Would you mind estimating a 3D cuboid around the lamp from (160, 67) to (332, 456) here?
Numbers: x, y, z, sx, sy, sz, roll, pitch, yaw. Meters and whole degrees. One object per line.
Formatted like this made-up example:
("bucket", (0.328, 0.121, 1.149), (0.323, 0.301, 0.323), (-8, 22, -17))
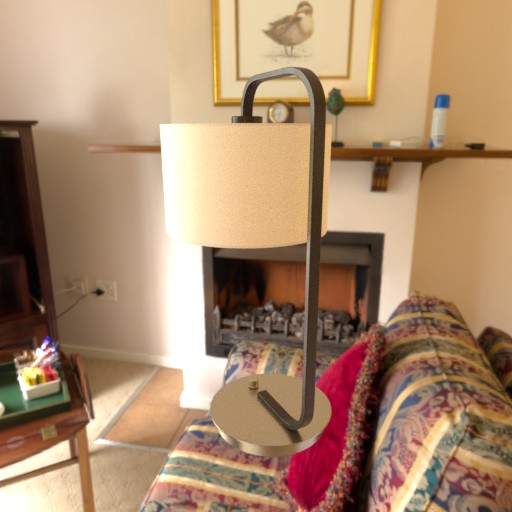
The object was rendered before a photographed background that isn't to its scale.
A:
("lamp", (0.000, 0.000, 0.625), (0.230, 0.473, 0.288), (-8, 17, -26))
